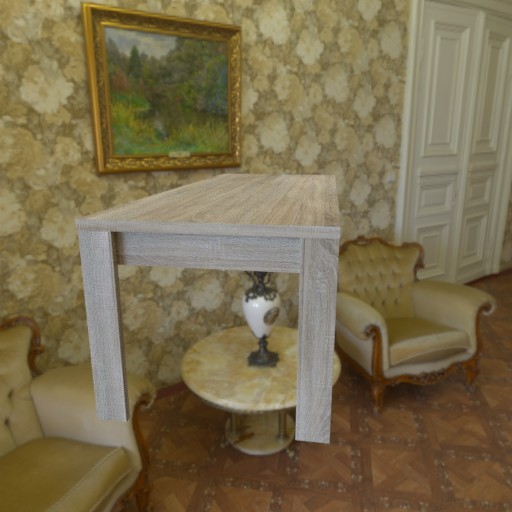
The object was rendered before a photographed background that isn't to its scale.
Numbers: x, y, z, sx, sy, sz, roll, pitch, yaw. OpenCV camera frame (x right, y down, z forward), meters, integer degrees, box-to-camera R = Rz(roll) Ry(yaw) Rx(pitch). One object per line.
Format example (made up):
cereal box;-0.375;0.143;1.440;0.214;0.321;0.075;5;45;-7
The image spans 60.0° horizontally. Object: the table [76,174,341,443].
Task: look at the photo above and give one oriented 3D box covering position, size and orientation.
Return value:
table;0.000;0.000;2.607;0.900;0.790;2.200;2;15;9
